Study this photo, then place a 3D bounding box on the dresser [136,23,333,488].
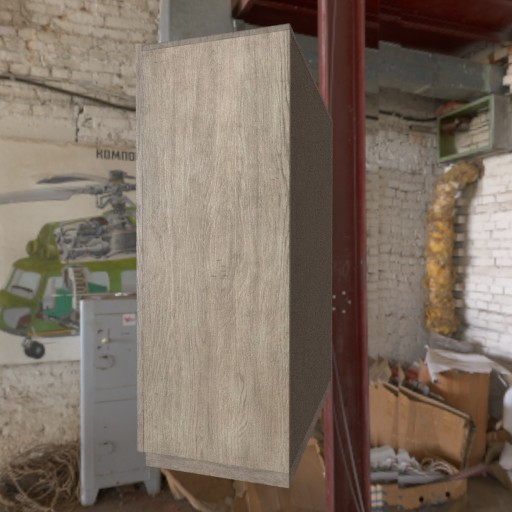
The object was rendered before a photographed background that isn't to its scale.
[{"bbox_3d":[0.000,0.000,1.759,0.483,1.295,0.967,0,1,17],"label":"dresser"}]
